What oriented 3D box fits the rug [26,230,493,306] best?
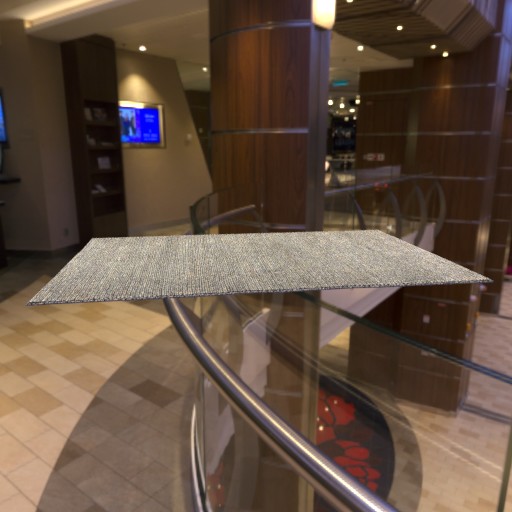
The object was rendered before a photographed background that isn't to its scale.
[{"bbox_3d":[0.000,0.000,3.014,2.443,0.021,1.538,-2,14,-9],"label":"rug"}]
